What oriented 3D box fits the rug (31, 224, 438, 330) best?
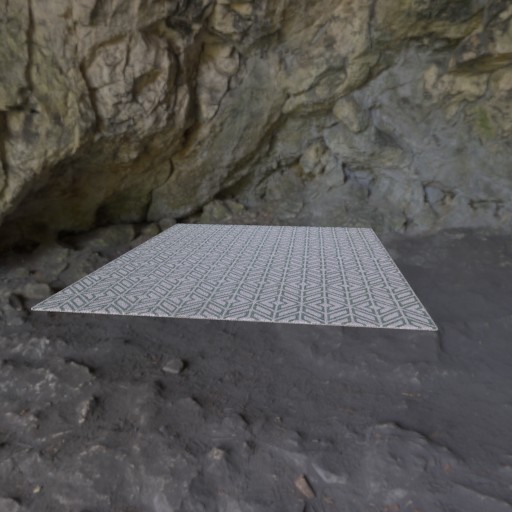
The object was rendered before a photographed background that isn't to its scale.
[{"bbox_3d":[0.000,0.000,4.071,2.441,0.017,3.050,2,14,7],"label":"rug"}]
